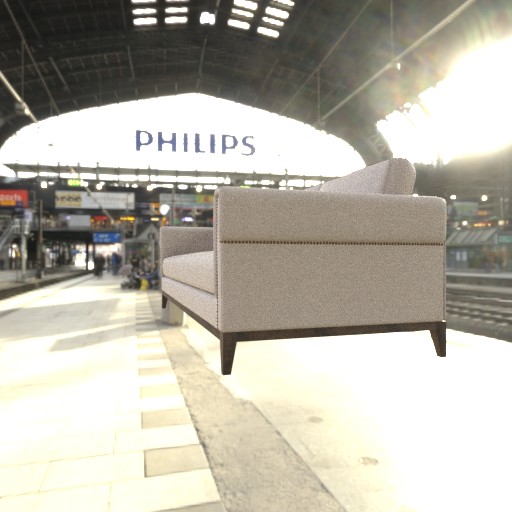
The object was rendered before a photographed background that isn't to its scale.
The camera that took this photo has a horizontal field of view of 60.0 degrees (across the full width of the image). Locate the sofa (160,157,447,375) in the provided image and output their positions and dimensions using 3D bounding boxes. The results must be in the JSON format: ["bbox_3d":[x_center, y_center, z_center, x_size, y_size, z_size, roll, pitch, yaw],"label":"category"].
[{"bbox_3d":[0.000,0.000,2.708,0.959,0.838,2.210,0,0,-18],"label":"sofa"}]
